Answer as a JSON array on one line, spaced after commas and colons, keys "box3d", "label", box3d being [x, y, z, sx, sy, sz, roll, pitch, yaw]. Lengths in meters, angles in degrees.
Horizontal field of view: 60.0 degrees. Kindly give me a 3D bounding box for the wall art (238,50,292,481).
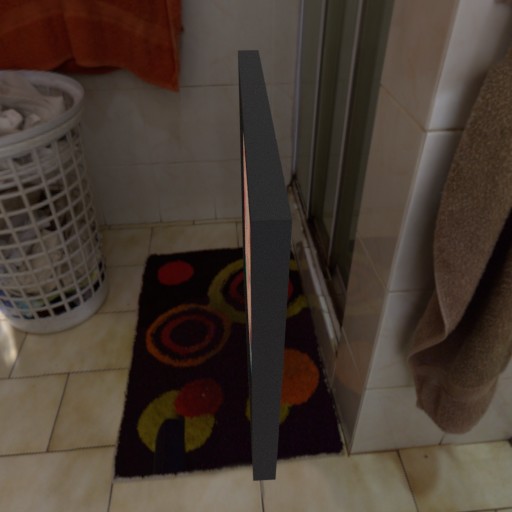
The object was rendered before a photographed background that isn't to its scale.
[{"box3d": [0.000, 0.000, 0.734, 0.036, 0.503, 0.506, -2, 40, -2], "label": "wall art"}]
